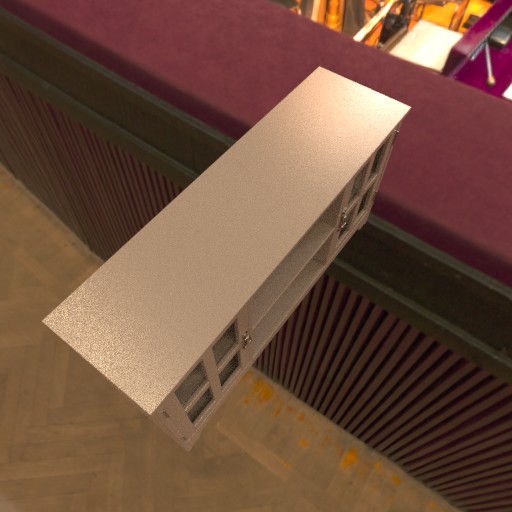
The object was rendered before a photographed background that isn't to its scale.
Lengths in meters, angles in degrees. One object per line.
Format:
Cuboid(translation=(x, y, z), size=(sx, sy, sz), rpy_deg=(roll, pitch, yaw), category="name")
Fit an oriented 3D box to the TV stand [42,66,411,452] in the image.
Cuboid(translation=(0.000, 0.000, 1.455), size=(0.344, 0.603, 1.167), rpy_deg=(33, 64, 19), category="TV stand")
